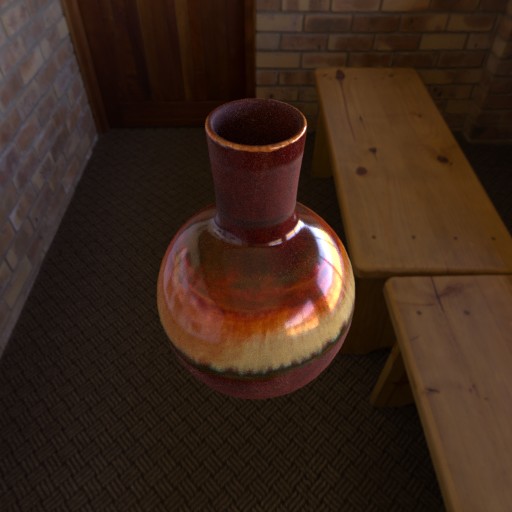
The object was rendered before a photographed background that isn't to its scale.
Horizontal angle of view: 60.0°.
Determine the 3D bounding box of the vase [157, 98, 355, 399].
[{"bbox_3d":[0.000,0.000,0.233,0.111,0.154,0.111,0,45,0],"label":"vase"}]
